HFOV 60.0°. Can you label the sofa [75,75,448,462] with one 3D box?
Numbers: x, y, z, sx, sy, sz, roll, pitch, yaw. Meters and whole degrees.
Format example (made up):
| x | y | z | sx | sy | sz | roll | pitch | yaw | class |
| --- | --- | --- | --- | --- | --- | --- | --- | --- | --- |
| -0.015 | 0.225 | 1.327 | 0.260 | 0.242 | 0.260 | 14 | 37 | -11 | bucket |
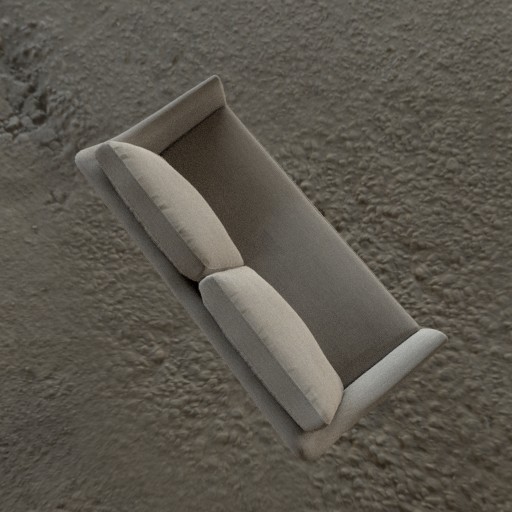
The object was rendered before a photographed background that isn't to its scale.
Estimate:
| x | y | z | sx | sy | sz | roll | pitch | yaw | class |
| --- | --- | --- | --- | --- | --- | --- | --- | --- | --- |
| 0.000 | 0.000 | 2.561 | 0.980 | 0.913 | 2.036 | -38 | 79 | -8 | sofa |
